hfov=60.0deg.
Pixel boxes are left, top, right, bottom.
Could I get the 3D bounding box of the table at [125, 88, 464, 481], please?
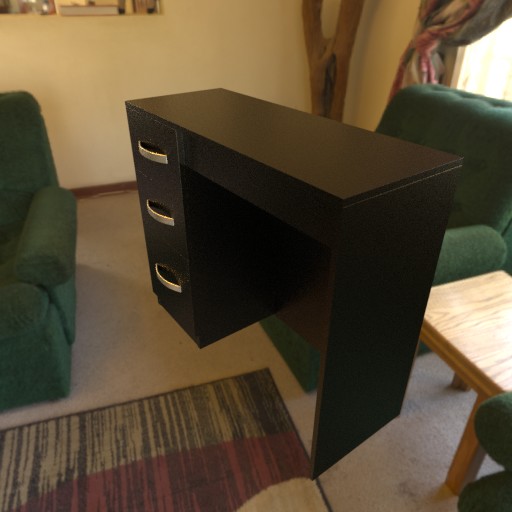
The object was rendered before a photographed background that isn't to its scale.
[{"bbox_3d":[0.000,0.000,1.342,0.380,0.790,0.930,-21,37,-31],"label":"table"}]
